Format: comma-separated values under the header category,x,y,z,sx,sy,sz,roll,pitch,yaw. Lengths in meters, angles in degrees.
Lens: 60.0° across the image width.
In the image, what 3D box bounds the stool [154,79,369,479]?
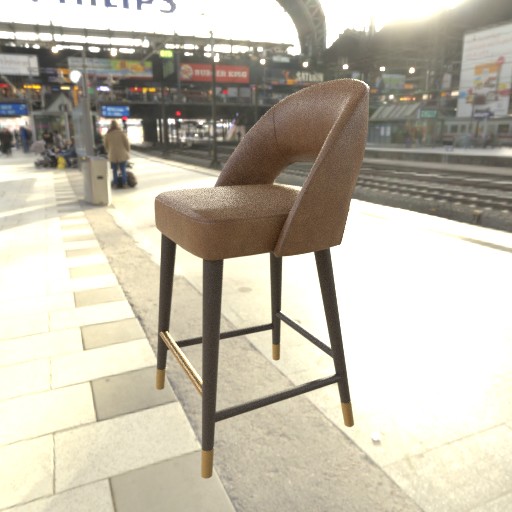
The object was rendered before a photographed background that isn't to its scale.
category,x,y,z,sx,sy,sz,roll,pitch,yaw
stool,0.000,0.000,1.236,0.509,0.940,0.494,-8,17,-26
